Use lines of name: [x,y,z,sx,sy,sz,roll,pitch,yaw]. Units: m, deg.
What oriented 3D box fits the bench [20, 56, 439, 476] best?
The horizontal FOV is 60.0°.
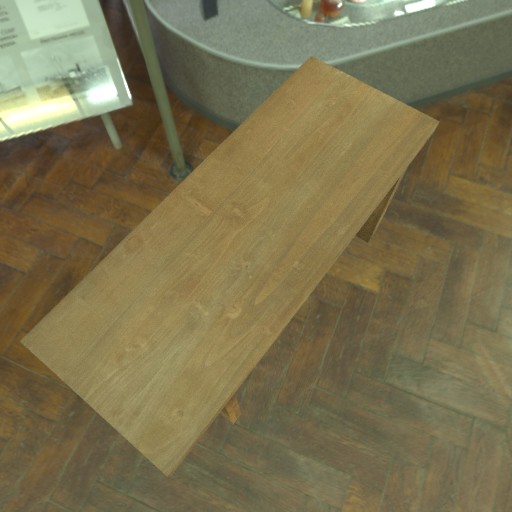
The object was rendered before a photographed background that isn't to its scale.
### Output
bench: [0.000,0.000,1.367,0.458,0.458,1.183,35,69,16]
